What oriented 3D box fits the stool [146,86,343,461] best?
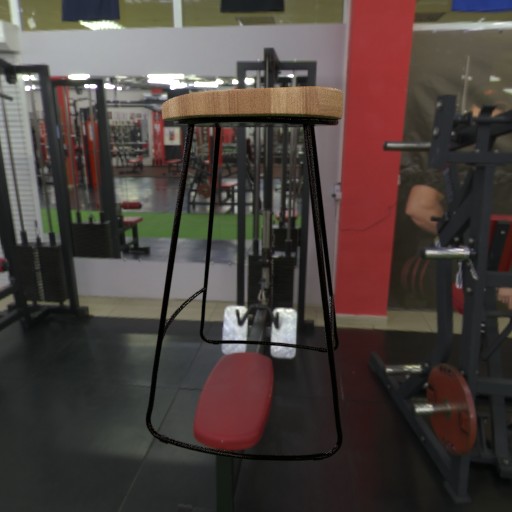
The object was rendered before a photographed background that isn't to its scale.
[{"bbox_3d":[0.000,0.000,0.986,0.401,0.679,0.480,3,16,9],"label":"stool"}]
